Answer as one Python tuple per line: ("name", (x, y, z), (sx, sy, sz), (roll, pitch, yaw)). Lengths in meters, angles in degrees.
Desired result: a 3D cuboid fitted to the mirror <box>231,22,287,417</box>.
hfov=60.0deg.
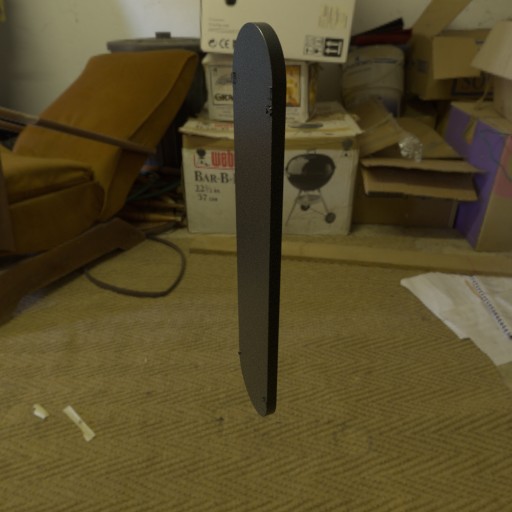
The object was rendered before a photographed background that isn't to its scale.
("mirror", (0.000, 0.000, 1.061), (0.032, 0.991, 0.222), (-11, 31, -18))
